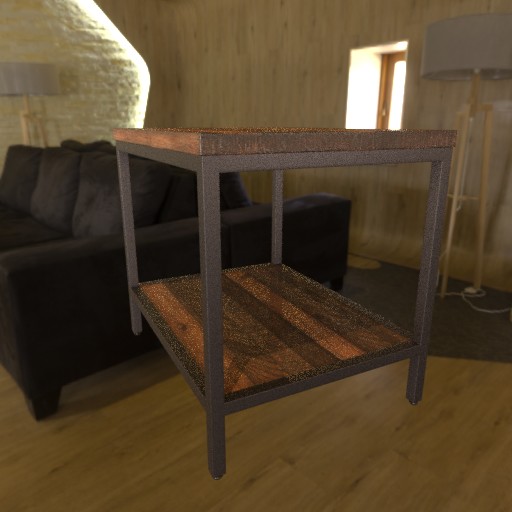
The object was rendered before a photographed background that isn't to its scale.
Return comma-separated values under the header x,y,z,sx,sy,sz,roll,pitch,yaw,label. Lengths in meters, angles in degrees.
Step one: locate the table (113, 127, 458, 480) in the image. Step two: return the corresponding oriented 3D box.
x,y,z,sx,sy,sz,roll,pitch,yaw,label
0.000,0.000,1.111,0.524,0.612,0.678,-8,19,-26,table
